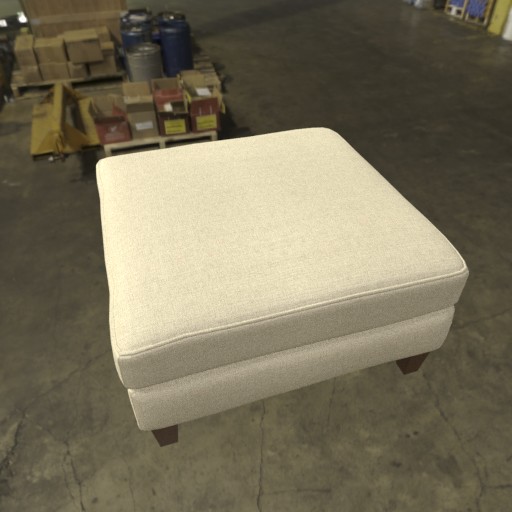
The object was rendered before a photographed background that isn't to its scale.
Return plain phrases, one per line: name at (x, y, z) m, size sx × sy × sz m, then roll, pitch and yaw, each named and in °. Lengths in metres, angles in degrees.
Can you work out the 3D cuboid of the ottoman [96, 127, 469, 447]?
ottoman at (0.000, 0.000, 1.346) m, size 0.838 × 0.478 × 0.838 m, roll -12°, pitch 42°, yaw -13°
